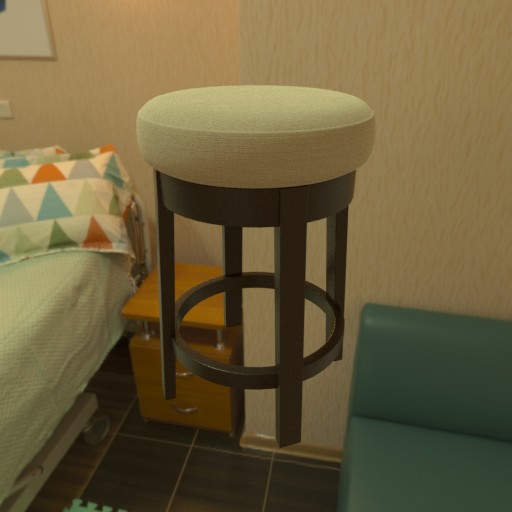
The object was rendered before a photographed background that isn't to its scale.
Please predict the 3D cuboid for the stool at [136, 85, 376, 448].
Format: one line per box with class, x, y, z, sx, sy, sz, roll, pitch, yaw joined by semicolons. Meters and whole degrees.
stool;0.000;0.000;0.941;0.449;0.655;0.449;0;27;0
